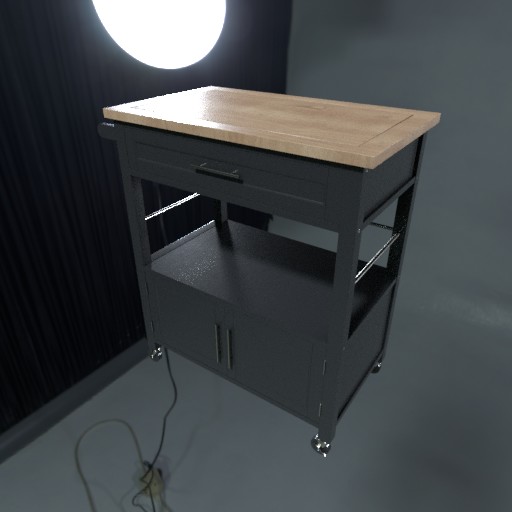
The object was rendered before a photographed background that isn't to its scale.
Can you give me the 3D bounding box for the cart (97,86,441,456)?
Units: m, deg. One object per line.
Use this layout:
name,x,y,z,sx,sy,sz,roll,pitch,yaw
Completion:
cart,0.000,0.000,1.404,0.840,0.901,0.459,19,35,30
